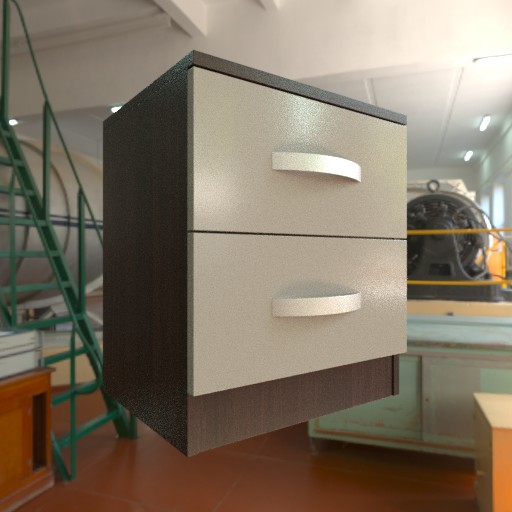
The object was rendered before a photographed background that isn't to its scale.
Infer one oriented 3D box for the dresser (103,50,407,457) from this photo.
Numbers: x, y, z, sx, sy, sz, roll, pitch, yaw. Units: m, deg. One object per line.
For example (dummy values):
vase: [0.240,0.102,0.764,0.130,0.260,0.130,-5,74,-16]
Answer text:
dresser: [0.000,0.000,0.747,0.400,0.470,0.360,0,0,-36]
